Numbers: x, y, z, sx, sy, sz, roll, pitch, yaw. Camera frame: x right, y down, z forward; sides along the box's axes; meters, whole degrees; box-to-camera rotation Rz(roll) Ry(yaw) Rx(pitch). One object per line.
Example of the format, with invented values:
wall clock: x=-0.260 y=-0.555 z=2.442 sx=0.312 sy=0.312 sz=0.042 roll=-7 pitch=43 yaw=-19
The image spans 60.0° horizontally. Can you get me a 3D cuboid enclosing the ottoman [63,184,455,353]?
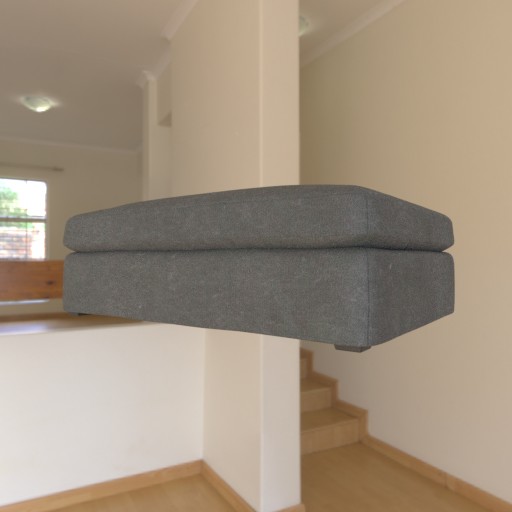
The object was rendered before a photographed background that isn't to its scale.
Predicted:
ottoman: x=0.000 y=0.000 z=1.601 sx=1.199 sy=0.429 sz=0.840 roll=0 pitch=-1 yaw=36
